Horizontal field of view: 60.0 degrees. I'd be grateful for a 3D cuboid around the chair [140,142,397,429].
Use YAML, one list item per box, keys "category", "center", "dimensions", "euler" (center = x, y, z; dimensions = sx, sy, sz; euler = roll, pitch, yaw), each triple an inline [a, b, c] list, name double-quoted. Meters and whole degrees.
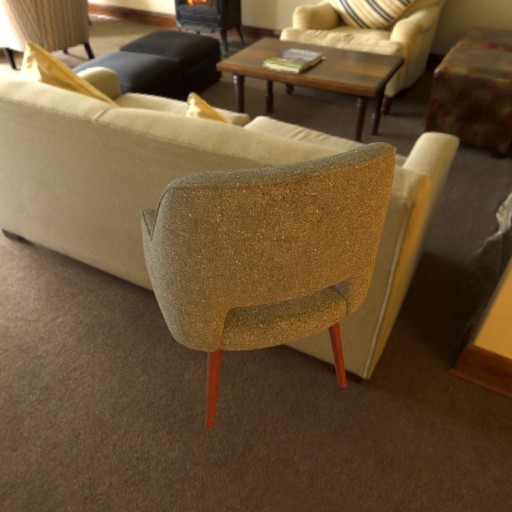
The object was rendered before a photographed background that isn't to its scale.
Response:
- category: "chair"
  center: [0.000, 0.000, 1.274]
  dimensions: [0.608, 0.875, 0.629]
  euler: [-13, 42, -14]
